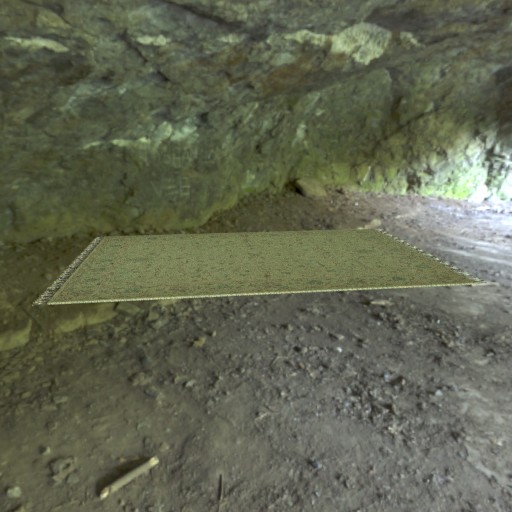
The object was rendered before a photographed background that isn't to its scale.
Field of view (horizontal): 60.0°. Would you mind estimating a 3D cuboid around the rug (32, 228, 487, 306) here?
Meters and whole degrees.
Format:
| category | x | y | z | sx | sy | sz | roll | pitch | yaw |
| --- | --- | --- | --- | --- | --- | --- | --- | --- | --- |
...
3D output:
| category | x | y | z | sx | sy | sz | roll | pitch | yaw |
| --- | --- | --- | --- | --- | --- | --- | --- | --- | --- |
| rug | 0.000 | 0.000 | 3.056 | 2.435 | 0.010 | 1.544 | -2 | 15 | -7 |
